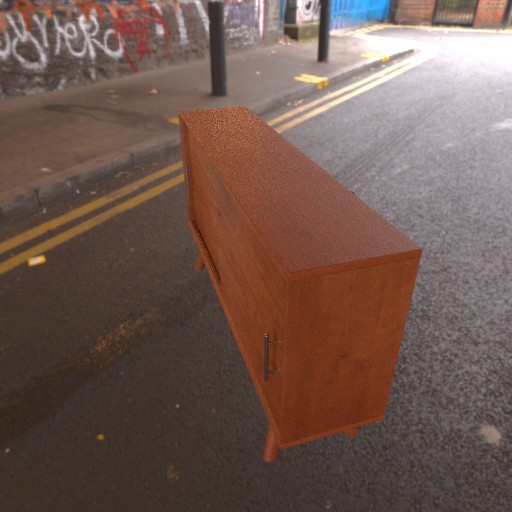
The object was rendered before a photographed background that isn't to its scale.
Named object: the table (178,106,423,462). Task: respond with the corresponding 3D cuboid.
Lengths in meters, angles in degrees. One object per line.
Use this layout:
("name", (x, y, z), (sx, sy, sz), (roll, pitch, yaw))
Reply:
("table", (0.000, 0.000, 1.503), (0.308, 0.698, 1.220), (-10, 33, -15))
